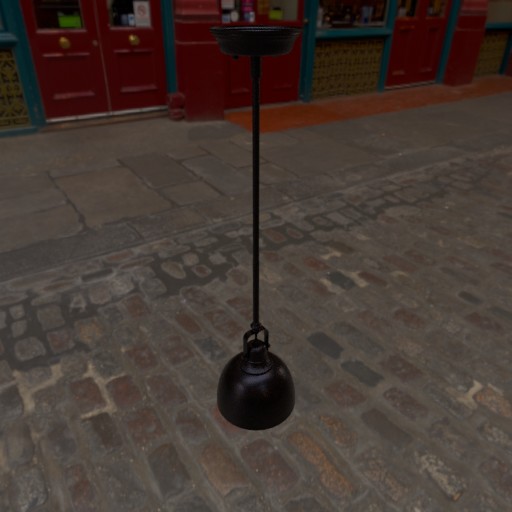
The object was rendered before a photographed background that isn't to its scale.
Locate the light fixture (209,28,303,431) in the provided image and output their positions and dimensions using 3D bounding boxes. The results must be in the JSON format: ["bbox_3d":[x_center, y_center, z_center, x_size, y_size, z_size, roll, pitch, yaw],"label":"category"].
[{"bbox_3d":[0.000,0.000,0.838,0.182,0.768,0.182,-19,35,-29],"label":"light fixture"}]
